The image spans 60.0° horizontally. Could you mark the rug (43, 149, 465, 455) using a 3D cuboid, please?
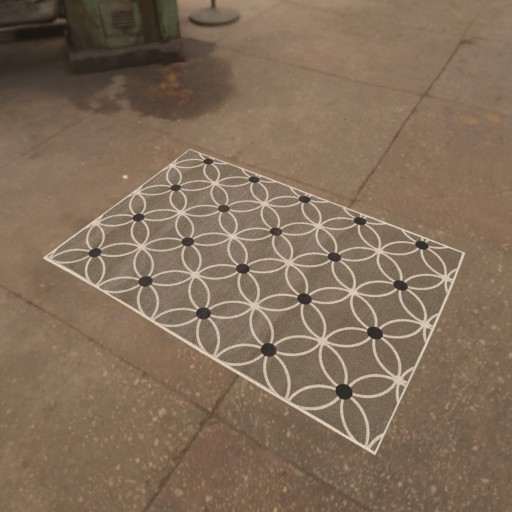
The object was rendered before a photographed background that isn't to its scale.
[{"bbox_3d":[0.000,0.000,2.864,2.284,0.008,1.522,25,51,22],"label":"rug"}]
